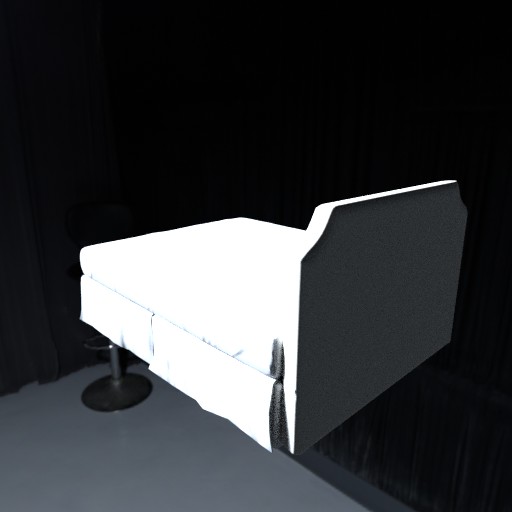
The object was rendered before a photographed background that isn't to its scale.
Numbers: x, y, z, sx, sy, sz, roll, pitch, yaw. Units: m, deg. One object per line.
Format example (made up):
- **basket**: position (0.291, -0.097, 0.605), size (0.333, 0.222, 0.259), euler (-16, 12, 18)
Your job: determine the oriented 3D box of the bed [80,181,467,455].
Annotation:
- **bed**: position (0.000, 0.000, 3.528), size (1.977, 1.293, 2.498), euler (-15, 22, -42)
